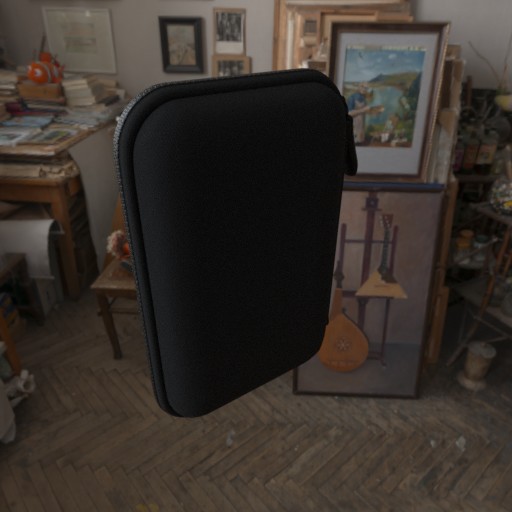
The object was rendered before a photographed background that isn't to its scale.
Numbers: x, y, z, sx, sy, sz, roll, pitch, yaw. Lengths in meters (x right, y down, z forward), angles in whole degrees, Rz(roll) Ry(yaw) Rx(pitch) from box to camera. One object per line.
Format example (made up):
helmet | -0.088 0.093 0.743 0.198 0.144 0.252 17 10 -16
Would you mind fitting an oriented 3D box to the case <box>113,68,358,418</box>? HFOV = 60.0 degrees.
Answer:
case | 0.000 0.000 0.191 0.107 0.147 0.030 -19 36 -29
